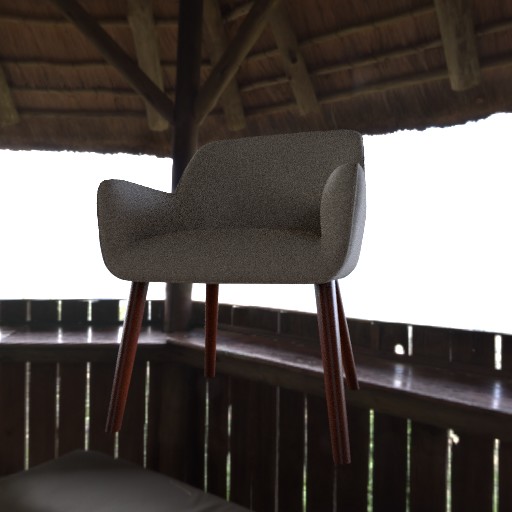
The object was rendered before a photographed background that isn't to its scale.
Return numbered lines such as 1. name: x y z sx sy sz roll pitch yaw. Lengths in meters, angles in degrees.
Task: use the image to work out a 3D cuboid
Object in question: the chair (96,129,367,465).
1. chair: 0.000 0.000 1.213 0.610 0.813 0.610 0 -1 17
